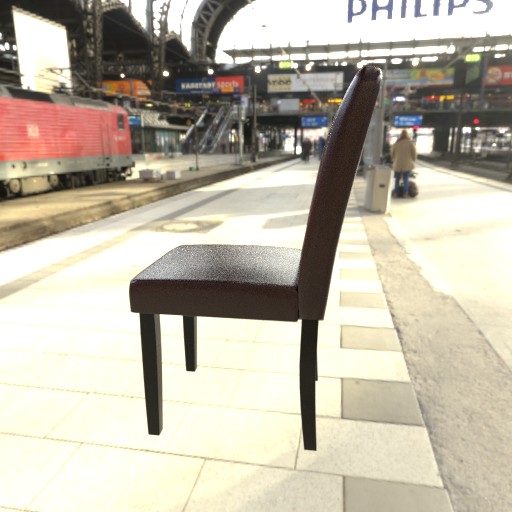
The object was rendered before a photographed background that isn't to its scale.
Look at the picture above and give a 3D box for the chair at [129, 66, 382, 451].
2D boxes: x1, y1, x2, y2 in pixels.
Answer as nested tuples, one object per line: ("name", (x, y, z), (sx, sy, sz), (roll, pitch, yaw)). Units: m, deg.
("chair", (0.000, 0.000, 1.189), (0.556, 0.897, 0.399), (2, 15, 8))
